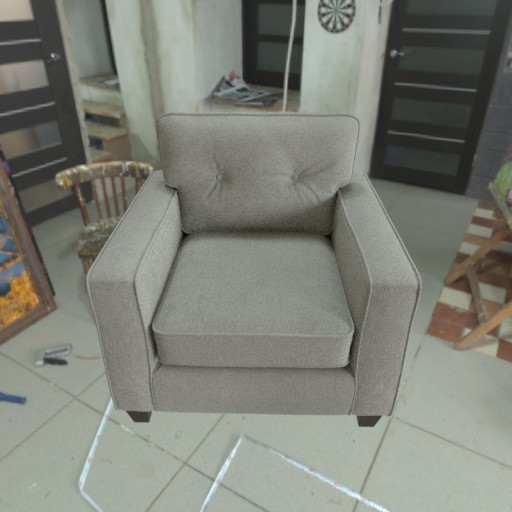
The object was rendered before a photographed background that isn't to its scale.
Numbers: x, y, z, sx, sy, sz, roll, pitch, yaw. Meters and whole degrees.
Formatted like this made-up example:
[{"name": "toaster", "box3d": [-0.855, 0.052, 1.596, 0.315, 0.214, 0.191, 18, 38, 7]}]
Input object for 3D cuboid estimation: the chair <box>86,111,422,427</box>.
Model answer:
[{"name": "chair", "box3d": [0.000, 0.000, 1.750, 1.015, 0.965, 0.939, 1, 31, 1]}]
